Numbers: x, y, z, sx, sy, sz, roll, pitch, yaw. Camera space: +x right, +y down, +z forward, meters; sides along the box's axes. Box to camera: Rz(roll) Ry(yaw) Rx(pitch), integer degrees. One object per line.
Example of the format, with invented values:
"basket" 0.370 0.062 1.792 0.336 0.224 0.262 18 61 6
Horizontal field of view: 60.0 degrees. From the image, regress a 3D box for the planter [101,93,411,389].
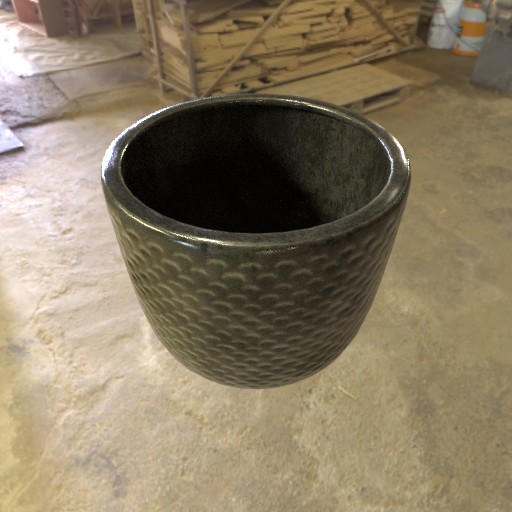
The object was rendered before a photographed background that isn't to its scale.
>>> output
"planter" 0.000 0.000 0.245 0.140 0.129 0.140 0 41 0
